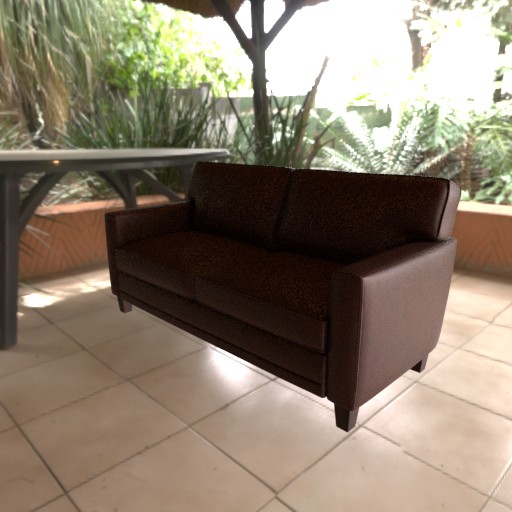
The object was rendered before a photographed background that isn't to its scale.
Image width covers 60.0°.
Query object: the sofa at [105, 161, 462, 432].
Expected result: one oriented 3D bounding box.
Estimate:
[{"bbox_3d":[0.000,0.000,2.432,1.876,0.928,0.912,15,21,43],"label":"sofa"}]
